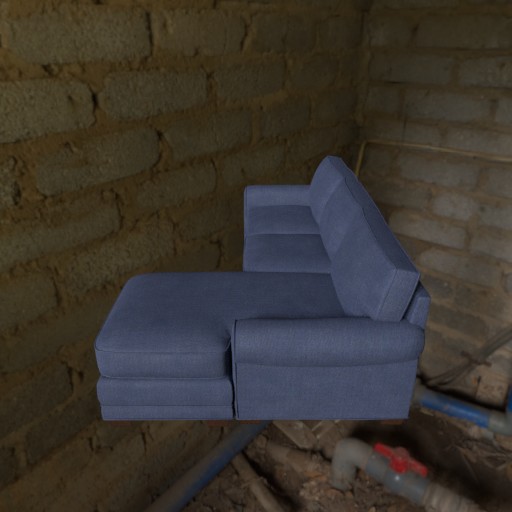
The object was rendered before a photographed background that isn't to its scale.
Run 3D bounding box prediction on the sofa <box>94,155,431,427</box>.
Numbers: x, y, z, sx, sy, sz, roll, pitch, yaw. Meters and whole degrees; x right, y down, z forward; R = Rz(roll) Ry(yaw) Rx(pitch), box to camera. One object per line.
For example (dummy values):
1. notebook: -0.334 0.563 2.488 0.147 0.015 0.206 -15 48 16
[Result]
1. sofa: 0.000 0.000 3.419 1.780 1.063 2.567 0 26 0
